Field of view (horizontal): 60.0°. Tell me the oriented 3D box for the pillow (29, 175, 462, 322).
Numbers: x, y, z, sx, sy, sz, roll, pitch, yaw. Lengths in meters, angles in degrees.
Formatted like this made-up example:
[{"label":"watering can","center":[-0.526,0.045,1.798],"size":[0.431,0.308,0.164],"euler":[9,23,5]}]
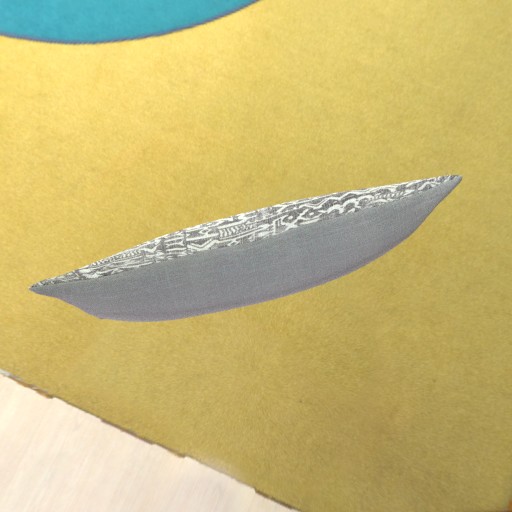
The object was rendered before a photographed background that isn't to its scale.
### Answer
[{"label":"pillow","center":[0.000,0.000,0.737],"size":[0.631,0.290,0.148],"euler":[-15,76,-4]}]
